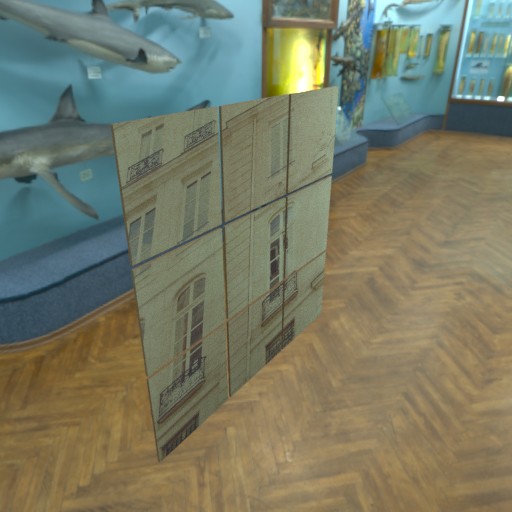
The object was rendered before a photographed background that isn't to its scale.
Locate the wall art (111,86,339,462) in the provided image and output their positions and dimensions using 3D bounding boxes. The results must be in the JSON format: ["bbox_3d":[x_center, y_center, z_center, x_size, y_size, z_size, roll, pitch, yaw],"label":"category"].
[{"bbox_3d":[0.000,0.000,2.271,0.023,1.522,1.526,18,32,32],"label":"wall art"}]
